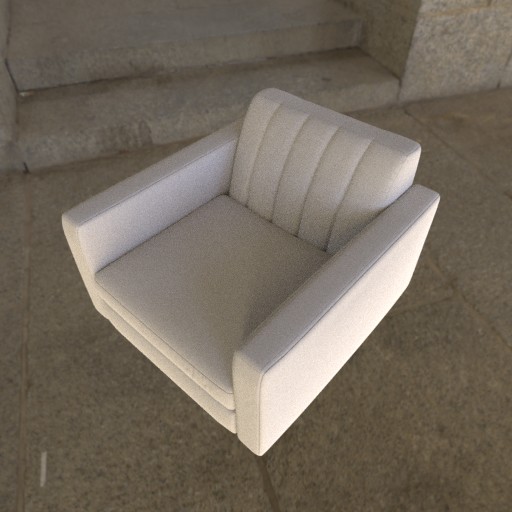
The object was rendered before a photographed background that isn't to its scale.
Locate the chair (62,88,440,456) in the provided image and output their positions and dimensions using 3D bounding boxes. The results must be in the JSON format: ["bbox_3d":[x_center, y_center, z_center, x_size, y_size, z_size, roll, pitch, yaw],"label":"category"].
[{"bbox_3d":[0.000,0.000,1.679,0.953,0.819,0.998,32,53,28],"label":"chair"}]
